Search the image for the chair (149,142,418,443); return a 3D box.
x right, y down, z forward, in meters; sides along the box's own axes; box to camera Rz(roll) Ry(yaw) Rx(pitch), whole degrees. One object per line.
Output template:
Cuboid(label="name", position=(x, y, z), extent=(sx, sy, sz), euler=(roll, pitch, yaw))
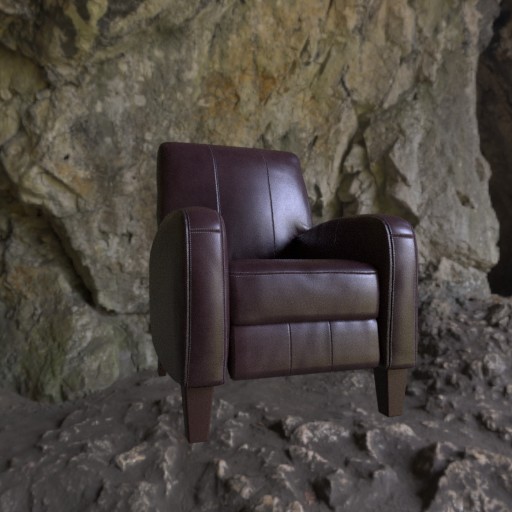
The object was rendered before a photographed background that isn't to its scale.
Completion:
Cuboid(label="chair", position=(0.000, 0.000, 1.666), extent=(0.762, 0.990, 0.990), euler=(0, -1, -19))
